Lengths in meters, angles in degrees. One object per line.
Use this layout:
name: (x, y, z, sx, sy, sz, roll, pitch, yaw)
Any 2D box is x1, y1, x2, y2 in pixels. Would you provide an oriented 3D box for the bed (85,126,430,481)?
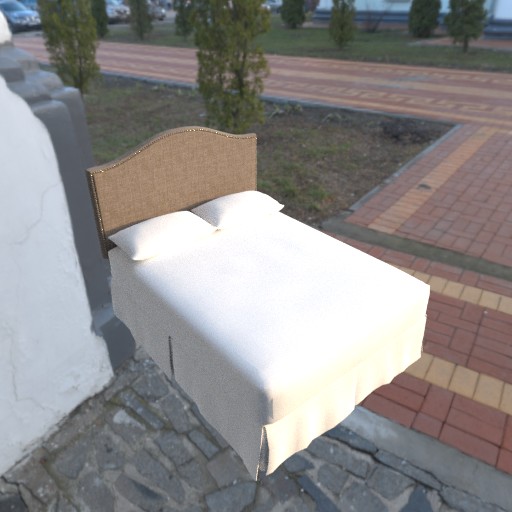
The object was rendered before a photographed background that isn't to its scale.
bed: (0.000, 0.000, 3.355, 1.713, 1.518, 2.153, -23, 37, -33)
